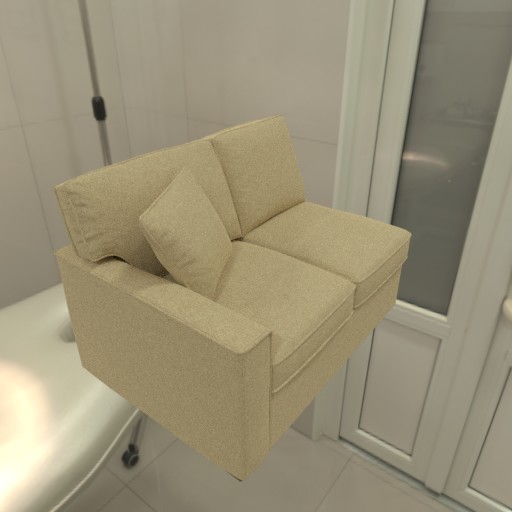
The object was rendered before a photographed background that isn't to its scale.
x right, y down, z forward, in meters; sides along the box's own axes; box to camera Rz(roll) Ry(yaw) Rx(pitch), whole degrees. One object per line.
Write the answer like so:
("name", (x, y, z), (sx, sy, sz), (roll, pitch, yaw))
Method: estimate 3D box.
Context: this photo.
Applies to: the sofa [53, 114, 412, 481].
("sofa", (0.000, 0.000, 2.032), (0.991, 0.989, 1.388), (20, 35, 32))
